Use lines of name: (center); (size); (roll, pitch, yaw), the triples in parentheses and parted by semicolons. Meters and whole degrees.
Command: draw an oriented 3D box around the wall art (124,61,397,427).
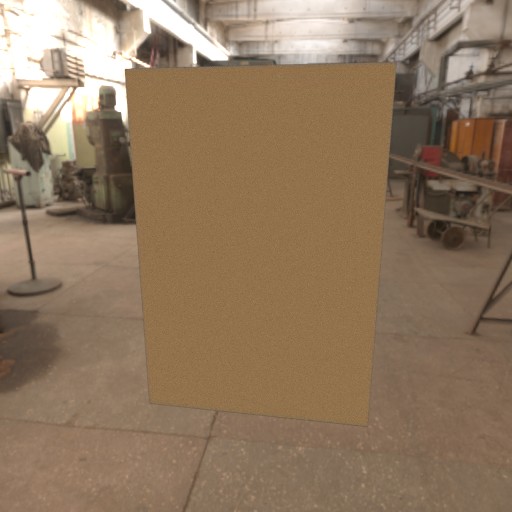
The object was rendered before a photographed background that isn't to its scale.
wall art: (0.000, 0.000, 0.578); (0.313, 0.457, 0.031); (3, 16, 9)
